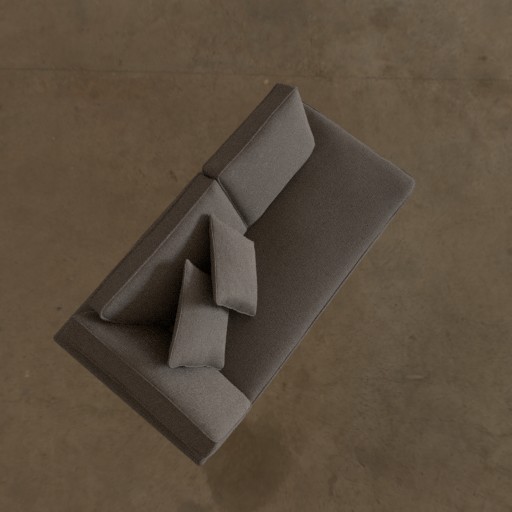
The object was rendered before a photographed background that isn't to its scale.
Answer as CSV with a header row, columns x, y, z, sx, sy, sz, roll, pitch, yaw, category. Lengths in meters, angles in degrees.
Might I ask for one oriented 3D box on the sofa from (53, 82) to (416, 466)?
x,y,z,sx,sy,sz,roll,pitch,yaw,category
0.000,0.000,2.842,1.110,1.033,2.237,37,77,10,sofa
